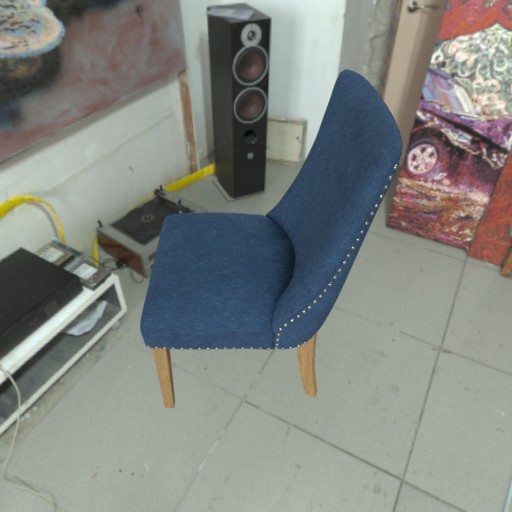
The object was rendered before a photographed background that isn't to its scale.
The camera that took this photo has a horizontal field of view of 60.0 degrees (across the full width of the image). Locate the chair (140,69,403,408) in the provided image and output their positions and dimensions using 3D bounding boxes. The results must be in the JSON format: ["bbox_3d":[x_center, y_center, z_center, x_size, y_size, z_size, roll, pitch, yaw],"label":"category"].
[{"bbox_3d":[0.000,0.000,1.279,0.610,0.902,0.495,-1,42,-1],"label":"chair"}]
